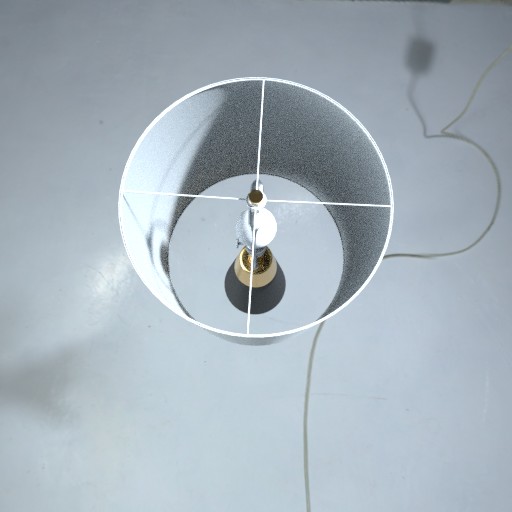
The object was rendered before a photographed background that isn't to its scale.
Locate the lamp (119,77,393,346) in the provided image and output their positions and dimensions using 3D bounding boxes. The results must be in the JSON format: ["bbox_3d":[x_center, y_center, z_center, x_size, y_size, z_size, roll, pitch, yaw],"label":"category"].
[{"bbox_3d":[0.000,0.000,0.774,0.308,0.580,0.308,3,77,1],"label":"lamp"}]
